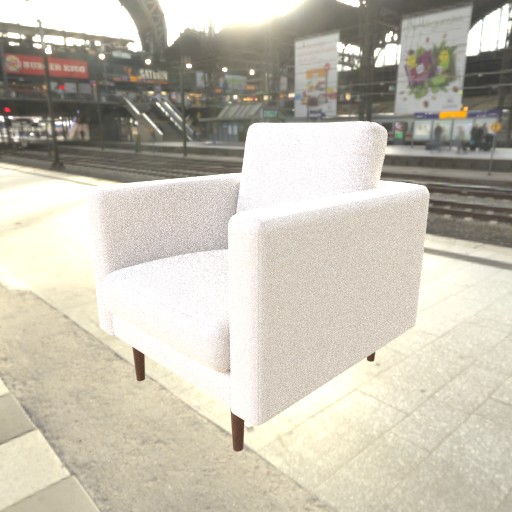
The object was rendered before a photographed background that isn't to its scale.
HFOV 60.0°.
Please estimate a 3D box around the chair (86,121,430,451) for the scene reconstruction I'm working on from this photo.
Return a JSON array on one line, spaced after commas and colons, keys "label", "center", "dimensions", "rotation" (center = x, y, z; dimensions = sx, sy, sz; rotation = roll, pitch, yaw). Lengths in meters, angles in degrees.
[{"label": "chair", "center": [0.000, 0.000, 1.541], "dimensions": [0.831, 0.899, 0.879], "rotation": [15, 22, 43]}]
